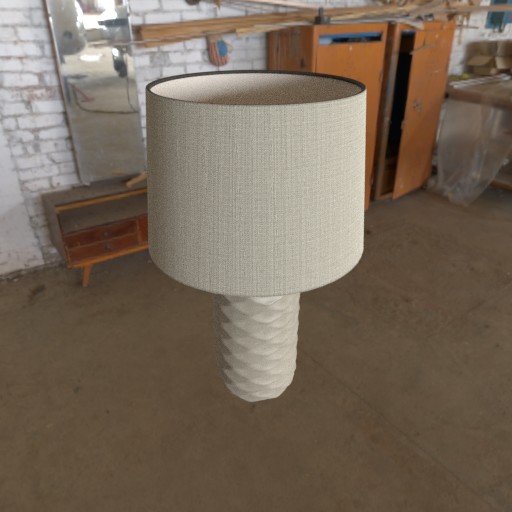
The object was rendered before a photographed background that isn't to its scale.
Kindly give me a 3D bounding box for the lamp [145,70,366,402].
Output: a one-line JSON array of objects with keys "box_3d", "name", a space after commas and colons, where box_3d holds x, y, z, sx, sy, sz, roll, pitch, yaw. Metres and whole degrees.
[{"box_3d": [0.000, 0.000, 0.811, 0.376, 0.594, 0.376, 0, 30, 0], "name": "lamp"}]
